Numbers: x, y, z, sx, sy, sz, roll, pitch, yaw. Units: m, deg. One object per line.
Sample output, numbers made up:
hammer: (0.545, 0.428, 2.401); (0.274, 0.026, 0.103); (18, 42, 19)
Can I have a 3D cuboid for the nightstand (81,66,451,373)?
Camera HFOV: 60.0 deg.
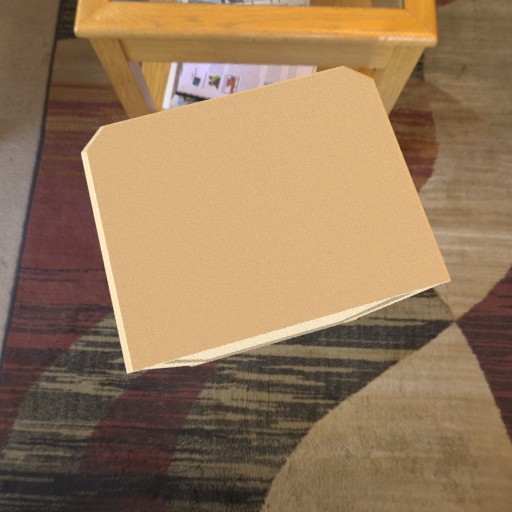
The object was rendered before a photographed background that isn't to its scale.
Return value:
nightstand: (0.000, 0.000, 0.924); (0.435, 0.681, 0.351); (-15, 77, -4)
